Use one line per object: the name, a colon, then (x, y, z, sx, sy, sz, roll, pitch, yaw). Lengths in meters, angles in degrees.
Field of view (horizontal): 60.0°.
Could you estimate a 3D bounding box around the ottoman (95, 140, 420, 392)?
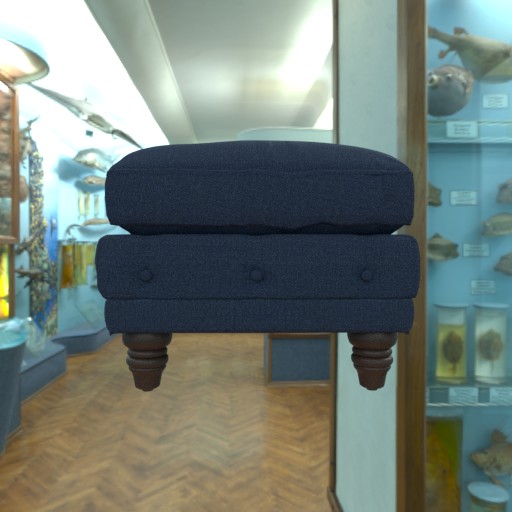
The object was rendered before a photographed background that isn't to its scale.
ottoman: (0.000, 0.000, 1.129, 0.558, 0.486, 0.767, 0, 1, -1)
